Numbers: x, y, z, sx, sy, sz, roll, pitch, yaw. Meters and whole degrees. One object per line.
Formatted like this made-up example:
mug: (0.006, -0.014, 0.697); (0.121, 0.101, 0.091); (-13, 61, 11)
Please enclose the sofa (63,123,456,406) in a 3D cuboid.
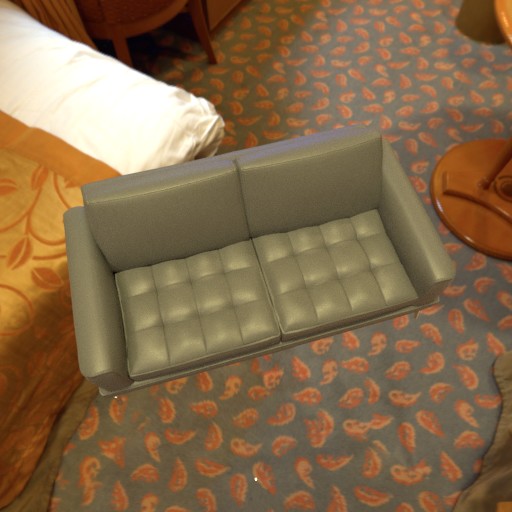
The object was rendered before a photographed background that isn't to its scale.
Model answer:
sofa: (0.000, 0.000, 2.733); (2.177, 0.930, 1.121); (-14, 64, -7)
